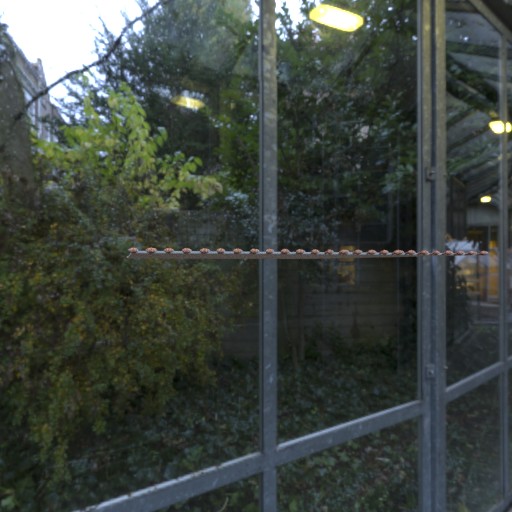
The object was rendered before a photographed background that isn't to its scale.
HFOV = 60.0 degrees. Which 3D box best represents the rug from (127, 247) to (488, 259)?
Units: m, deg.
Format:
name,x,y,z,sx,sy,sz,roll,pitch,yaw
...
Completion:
name,x,y,z,sx,sy,sz,roll,pitch,yaw
rug,0.000,0.000,4.389,2.451,0.035,3.369,0,-1,-16
